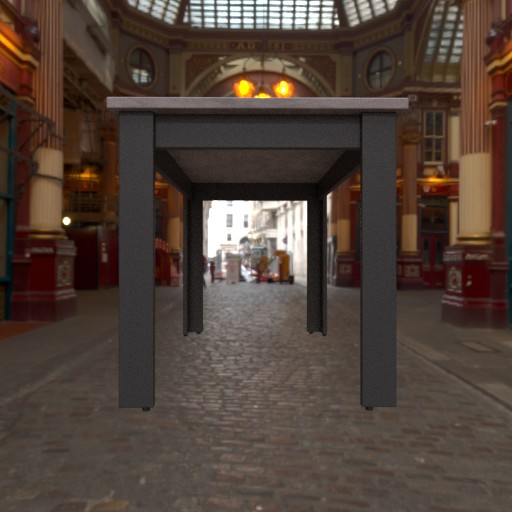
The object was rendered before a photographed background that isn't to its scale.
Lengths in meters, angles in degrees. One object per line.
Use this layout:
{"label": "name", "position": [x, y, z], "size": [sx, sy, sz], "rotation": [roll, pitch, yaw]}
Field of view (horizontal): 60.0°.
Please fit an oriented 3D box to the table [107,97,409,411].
{"label": "table", "position": [0.000, 0.000, 1.576], "size": [0.700, 0.734, 1.100], "rotation": [0, 0, -1]}
